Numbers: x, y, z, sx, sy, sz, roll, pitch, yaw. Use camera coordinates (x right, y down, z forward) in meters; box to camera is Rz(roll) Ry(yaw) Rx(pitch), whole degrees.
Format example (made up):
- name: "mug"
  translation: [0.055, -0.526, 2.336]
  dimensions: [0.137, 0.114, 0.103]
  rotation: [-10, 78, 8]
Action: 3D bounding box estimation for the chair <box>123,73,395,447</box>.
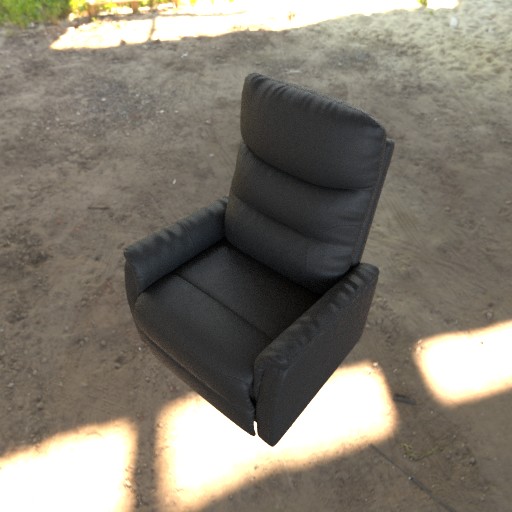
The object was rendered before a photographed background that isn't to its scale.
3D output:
- name: "chair"
  translation: [0.000, 0.000, 1.669]
  dimensions: [0.775, 1.082, 0.831]
  rotation: [30, 52, 27]
